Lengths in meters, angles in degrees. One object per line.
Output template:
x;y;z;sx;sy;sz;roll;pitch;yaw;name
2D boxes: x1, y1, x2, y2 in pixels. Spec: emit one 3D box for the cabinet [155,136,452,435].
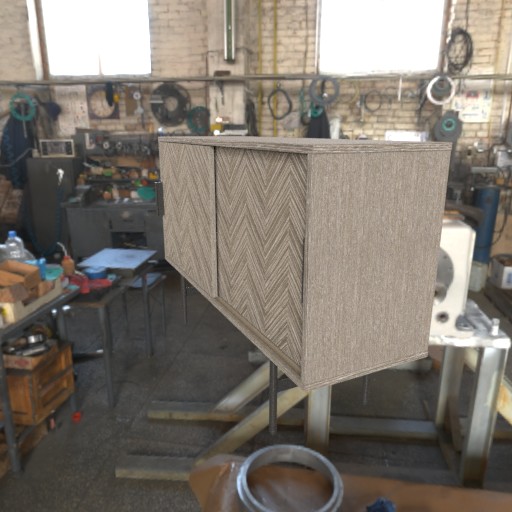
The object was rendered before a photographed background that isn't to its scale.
0.000;0.000;1.538;0.405;0.787;1.194;-8;18;-25;cabinet
